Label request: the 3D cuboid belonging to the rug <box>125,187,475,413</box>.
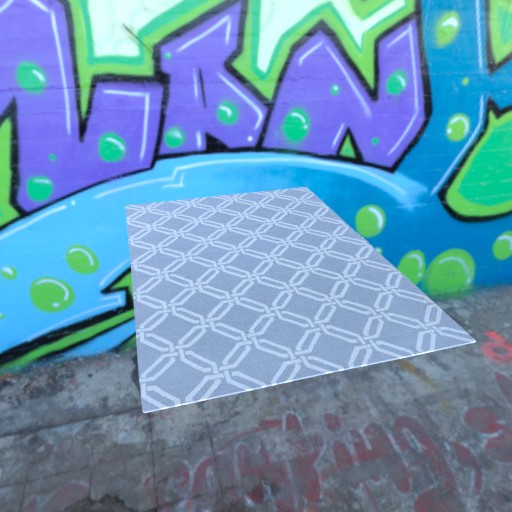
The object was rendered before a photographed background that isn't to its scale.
[{"bbox_3d":[0.000,0.000,2.769,1.522,0.013,2.133,-8,30,-14],"label":"rug"}]
